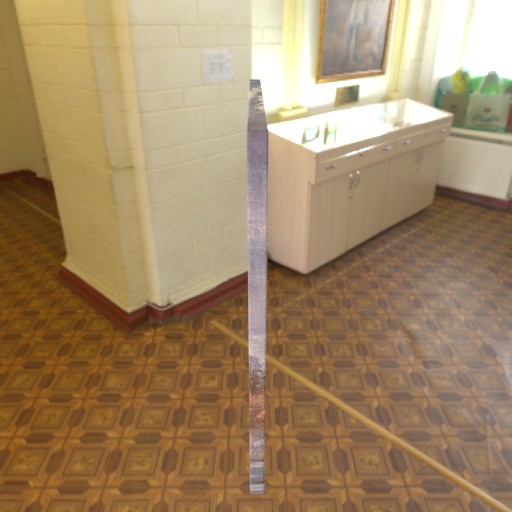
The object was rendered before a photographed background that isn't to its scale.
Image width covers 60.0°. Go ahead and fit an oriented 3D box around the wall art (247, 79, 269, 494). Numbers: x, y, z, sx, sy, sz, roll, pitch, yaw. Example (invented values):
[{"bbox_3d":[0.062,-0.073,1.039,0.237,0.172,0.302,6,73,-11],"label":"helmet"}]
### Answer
[{"bbox_3d":[0.000,0.000,1.490,0.040,1.020,1.010,0,27,0],"label":"wall art"}]
